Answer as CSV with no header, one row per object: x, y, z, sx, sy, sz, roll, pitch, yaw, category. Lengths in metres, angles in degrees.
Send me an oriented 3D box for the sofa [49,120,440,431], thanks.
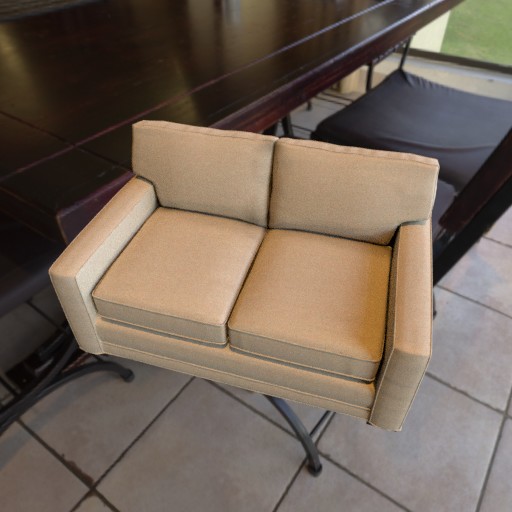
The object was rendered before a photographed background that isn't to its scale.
0.000,0.000,2.022,1.484,0.853,0.942,11,43,12,sofa
